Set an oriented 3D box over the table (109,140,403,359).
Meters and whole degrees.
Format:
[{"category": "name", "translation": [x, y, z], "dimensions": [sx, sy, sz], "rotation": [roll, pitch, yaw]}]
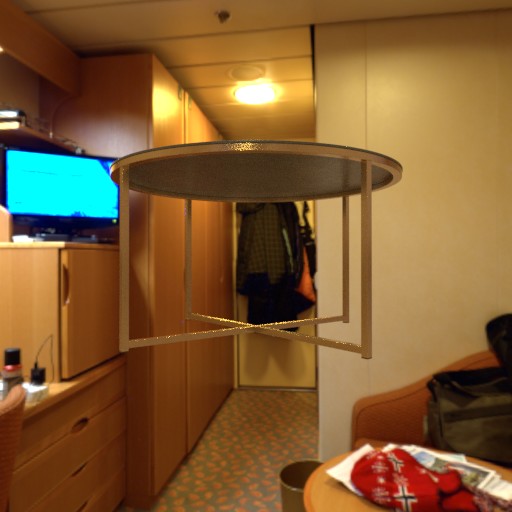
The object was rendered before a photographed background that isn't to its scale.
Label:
[{"category": "table", "translation": [0.000, 0.000, 1.271], "dimensions": [0.800, 0.450, 0.800], "rotation": [0, -1, 0]}]
